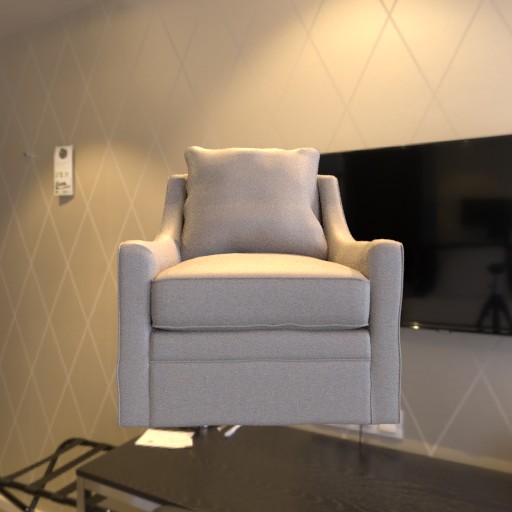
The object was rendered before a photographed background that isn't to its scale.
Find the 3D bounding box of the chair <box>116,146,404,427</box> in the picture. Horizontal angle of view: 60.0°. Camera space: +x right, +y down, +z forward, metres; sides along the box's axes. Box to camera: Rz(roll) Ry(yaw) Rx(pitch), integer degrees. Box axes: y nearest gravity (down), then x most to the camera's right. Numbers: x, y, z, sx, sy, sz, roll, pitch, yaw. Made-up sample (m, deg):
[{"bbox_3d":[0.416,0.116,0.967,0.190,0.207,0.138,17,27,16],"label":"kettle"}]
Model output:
[{"bbox_3d":[0.000,0.000,1.589,0.760,0.942,0.876,0,1,-2],"label":"chair"}]
